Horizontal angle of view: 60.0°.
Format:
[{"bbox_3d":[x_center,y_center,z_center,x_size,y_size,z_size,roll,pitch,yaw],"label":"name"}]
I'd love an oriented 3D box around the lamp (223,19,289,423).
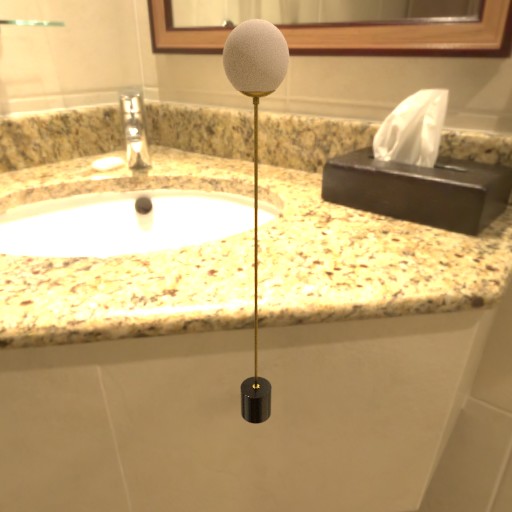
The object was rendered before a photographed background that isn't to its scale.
[{"bbox_3d":[0.000,0.000,1.853,0.229,1.748,0.229,0,26,0],"label":"lamp"}]
